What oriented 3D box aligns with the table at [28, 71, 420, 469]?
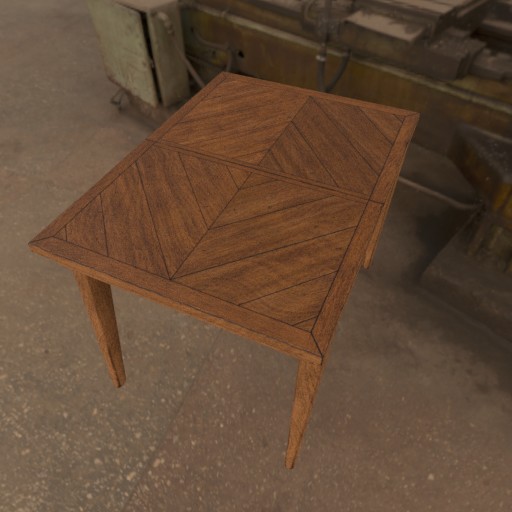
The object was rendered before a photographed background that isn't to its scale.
[{"bbox_3d":[0.000,0.000,1.570,0.757,0.760,1.027,18,50,16],"label":"table"}]
